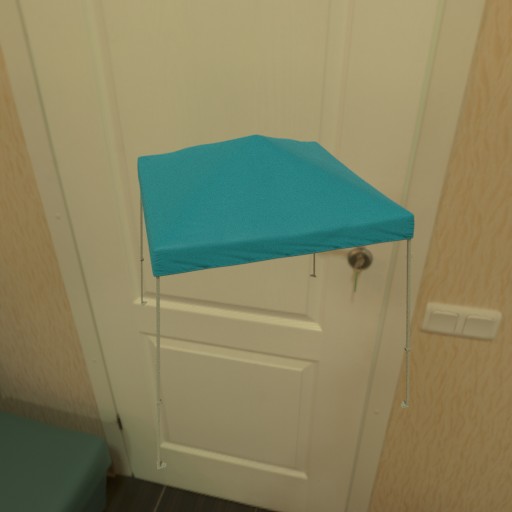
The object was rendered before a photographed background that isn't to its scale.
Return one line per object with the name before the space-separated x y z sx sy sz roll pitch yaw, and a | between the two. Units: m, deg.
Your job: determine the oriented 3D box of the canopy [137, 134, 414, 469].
canopy | 0.000 0.000 6.558 3.599 3.600 3.600 -8 32 -13
